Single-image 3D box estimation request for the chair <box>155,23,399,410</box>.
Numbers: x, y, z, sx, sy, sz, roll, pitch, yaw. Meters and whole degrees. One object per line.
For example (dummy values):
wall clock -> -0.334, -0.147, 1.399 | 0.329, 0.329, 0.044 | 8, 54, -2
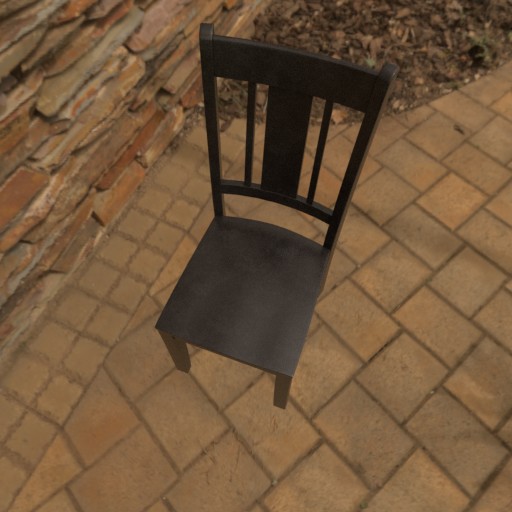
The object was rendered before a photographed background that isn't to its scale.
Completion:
chair -> 0.000, 0.000, 1.265 | 0.450, 0.998, 0.555 | 17, 61, 10
